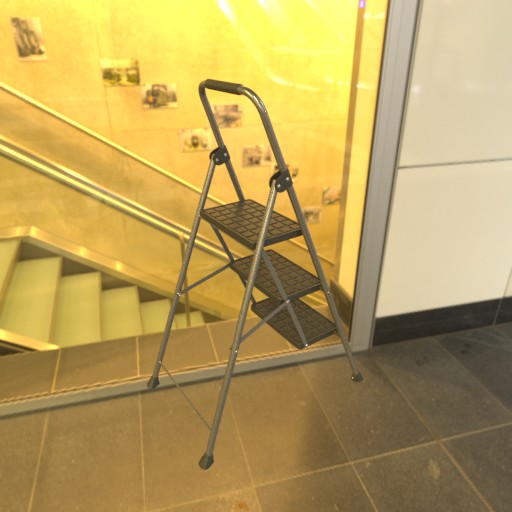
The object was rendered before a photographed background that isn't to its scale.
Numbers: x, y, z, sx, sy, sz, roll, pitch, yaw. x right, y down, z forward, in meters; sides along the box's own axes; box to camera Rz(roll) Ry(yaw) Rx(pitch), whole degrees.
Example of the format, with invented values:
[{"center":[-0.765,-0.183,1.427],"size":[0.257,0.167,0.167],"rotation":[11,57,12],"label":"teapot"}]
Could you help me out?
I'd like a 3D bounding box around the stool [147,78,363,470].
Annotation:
[{"center":[0.000,0.000,1.504],"size":[0.733,1.121,0.473],"rotation":[-17,32,-30],"label":"stool"}]
